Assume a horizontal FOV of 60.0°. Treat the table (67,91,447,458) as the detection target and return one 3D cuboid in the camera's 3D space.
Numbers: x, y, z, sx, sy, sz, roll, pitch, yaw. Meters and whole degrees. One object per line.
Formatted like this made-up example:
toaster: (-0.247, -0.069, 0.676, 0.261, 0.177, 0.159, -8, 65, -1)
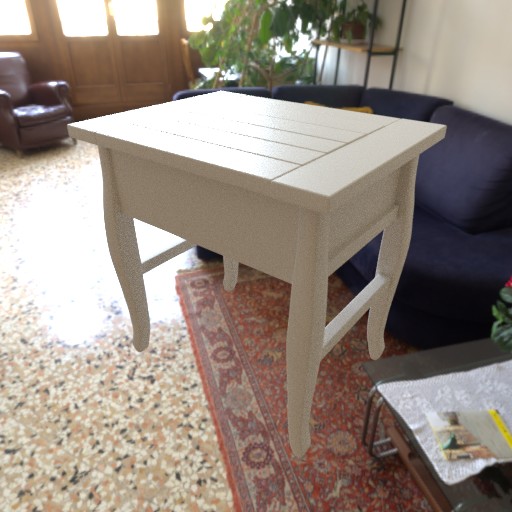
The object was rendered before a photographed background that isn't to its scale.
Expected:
table: (0.000, 0.000, 1.030, 0.599, 0.605, 0.463, 22, 37, 32)
